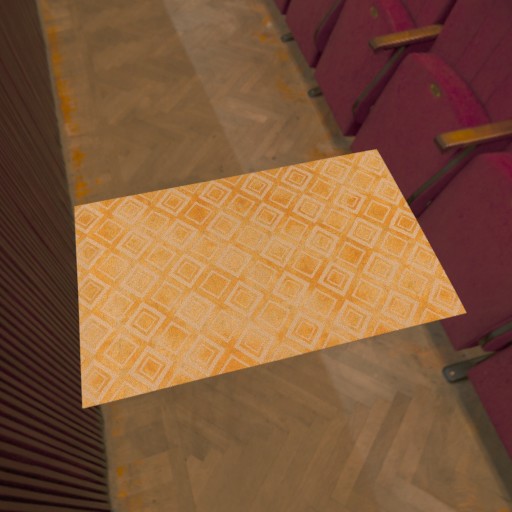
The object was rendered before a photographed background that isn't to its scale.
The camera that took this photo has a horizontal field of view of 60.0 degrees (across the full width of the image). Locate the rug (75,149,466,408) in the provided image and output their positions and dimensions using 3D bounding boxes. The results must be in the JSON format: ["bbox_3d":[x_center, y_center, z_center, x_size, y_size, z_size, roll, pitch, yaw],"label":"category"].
[{"bbox_3d":[0.000,0.000,3.079,2.424,0.010,1.511,-12,59,-7],"label":"rug"}]
